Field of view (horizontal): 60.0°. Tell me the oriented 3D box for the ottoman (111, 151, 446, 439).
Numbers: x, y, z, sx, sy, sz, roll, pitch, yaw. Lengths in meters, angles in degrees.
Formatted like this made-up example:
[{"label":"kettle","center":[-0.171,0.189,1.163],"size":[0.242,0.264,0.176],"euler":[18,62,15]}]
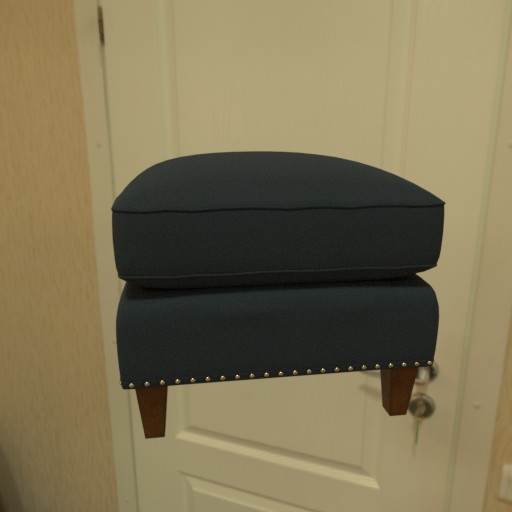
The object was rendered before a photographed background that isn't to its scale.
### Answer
[{"label":"ottoman","center":[0.000,0.000,1.115],"size":[0.584,0.513,0.741],"euler":[-2,14,-8]}]
